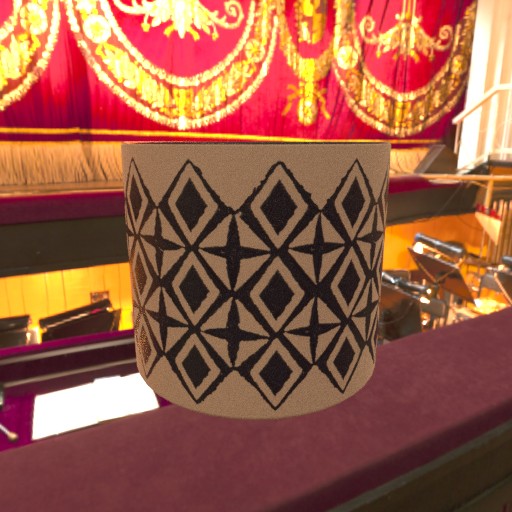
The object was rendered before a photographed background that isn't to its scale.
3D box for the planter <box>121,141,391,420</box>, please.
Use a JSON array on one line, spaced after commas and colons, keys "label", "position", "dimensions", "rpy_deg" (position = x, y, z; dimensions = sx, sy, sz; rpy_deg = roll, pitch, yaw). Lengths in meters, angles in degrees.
[{"label": "planter", "position": [0.000, 0.000, 0.288], "dimensions": [0.159, 0.144, 0.159], "rpy_deg": [0, 15, 0]}]
